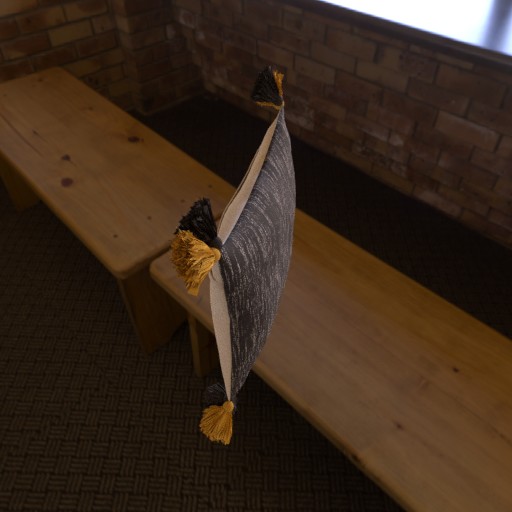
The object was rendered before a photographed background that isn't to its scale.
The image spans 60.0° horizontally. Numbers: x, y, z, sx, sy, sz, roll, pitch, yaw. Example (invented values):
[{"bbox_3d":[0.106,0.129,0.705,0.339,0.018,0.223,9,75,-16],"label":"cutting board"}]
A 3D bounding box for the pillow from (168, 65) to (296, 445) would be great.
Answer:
[{"bbox_3d":[0.000,0.000,0.992,0.139,0.659,0.654,10,47,10],"label":"pillow"}]
